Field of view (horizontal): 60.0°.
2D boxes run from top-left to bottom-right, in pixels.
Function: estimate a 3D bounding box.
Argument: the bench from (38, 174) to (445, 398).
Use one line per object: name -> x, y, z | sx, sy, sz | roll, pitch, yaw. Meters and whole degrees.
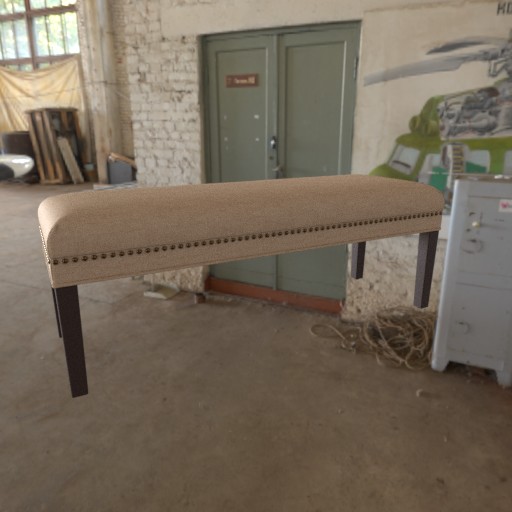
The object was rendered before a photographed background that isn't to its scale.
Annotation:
bench -> 0.000, 0.000, 1.430 | 1.219, 0.457, 0.410 | -8, 19, -26
